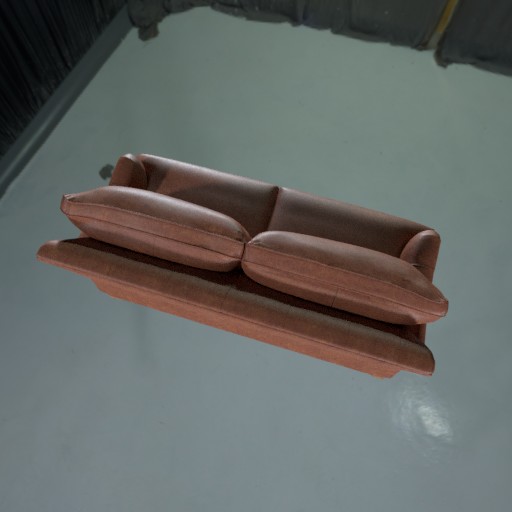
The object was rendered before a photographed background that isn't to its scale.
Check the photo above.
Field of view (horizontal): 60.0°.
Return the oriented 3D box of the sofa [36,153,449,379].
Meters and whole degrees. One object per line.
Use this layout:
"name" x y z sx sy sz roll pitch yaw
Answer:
"sofa" 0.000 0.000 2.775 2.144 1.071 1.147 15 64 8
